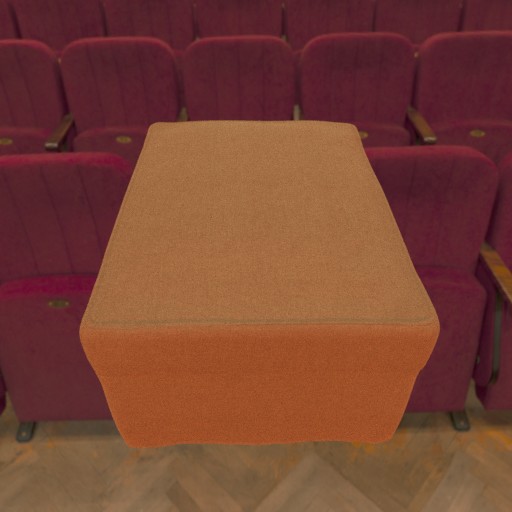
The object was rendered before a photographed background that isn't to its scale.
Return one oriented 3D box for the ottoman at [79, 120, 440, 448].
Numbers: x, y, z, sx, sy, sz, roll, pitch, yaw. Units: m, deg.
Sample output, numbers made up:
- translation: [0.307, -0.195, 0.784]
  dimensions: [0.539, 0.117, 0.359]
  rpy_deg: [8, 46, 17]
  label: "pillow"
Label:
- translation: [0.000, 0.000, 1.192]
  dimensions: [0.650, 0.485, 0.833]
  rpy_deg: [-1, 42, -1]
  label: "ottoman"
